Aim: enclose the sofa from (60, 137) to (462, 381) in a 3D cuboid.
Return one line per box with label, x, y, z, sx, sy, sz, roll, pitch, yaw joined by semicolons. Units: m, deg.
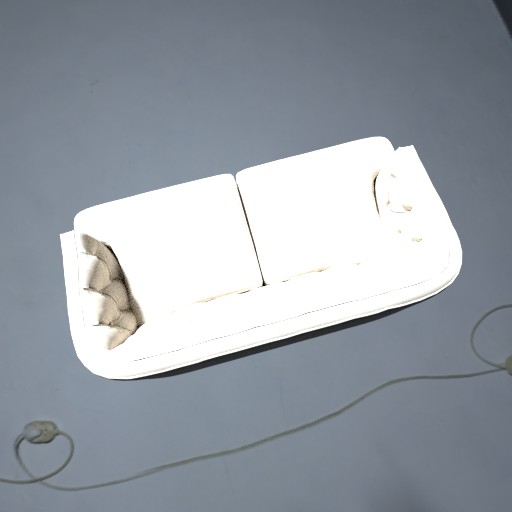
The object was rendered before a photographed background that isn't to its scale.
sofa;0.000;0.000;2.282;1.731;0.878;0.940;-15;76;-4
